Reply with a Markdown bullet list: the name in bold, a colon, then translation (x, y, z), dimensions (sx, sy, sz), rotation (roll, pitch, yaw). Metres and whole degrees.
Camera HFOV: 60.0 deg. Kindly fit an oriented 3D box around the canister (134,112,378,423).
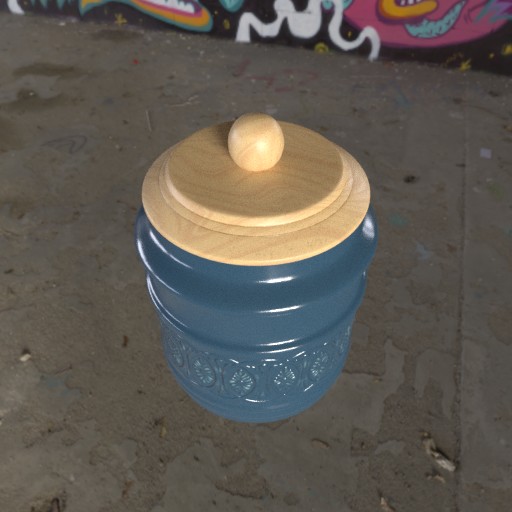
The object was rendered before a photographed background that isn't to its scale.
- **canister**: translation (0.000, 0.000, 0.260), dimensions (0.130, 0.176, 0.130), rotation (0, 45, 0)
